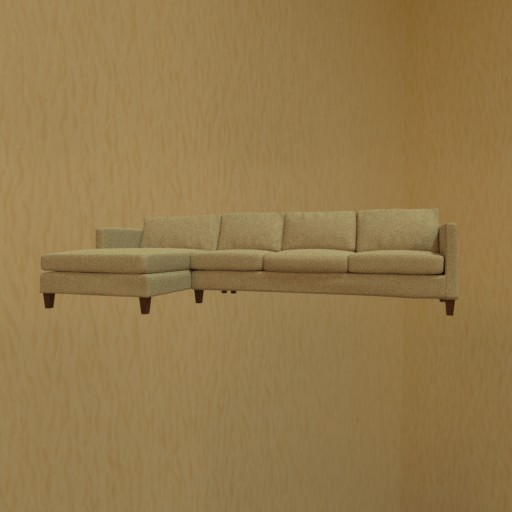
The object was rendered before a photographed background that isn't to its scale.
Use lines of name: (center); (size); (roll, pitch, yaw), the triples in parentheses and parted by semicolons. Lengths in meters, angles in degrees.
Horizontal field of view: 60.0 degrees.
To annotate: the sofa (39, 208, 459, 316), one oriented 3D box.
sofa: (0.000, 0.000, 3.827); (3.186, 0.846, 1.625); (1, 2, 19)
